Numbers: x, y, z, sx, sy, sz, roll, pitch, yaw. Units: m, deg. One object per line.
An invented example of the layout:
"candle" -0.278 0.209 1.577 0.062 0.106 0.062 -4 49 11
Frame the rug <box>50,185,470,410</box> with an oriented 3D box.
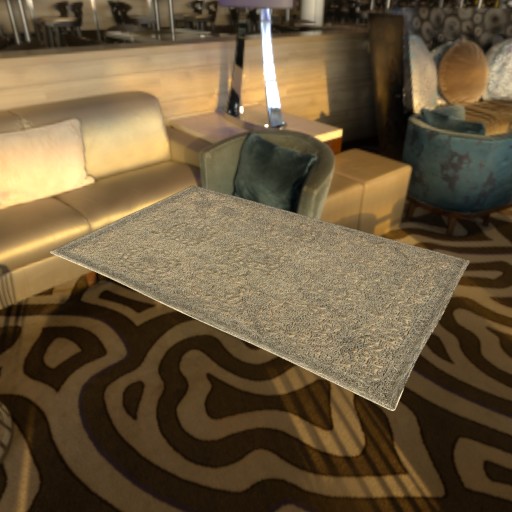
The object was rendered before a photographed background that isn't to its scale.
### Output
"rug" 0.000 0.000 3.083 2.498 0.022 1.535 19 35 29
